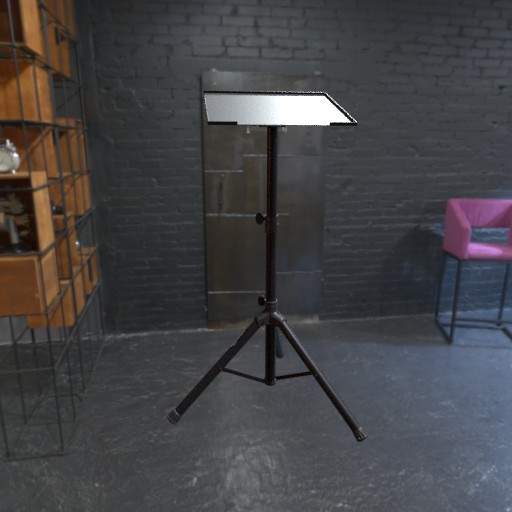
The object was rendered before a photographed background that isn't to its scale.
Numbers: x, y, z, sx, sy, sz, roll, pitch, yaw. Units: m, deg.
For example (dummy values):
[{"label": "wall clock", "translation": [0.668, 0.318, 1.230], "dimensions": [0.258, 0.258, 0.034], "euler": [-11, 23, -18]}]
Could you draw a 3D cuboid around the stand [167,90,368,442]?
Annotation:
[{"label": "stand", "translation": [0.000, 0.000, 1.676], "dimensions": [0.702, 1.198, 0.702], "euler": [-2, 14, -8]}]
